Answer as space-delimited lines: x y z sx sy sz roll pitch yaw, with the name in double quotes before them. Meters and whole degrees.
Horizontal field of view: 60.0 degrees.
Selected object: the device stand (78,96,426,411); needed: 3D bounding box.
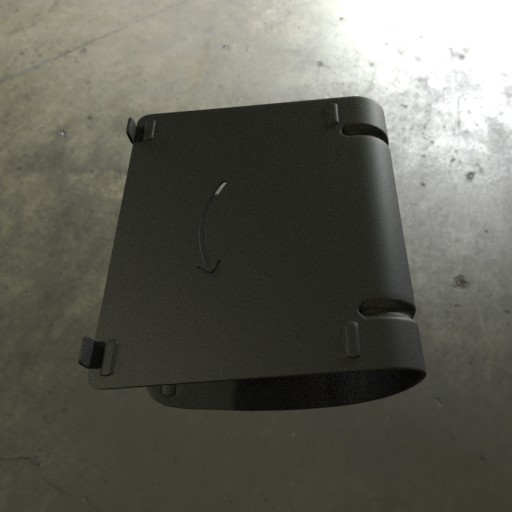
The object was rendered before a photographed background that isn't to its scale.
"device stand" 0.000 0.000 0.399 0.236 0.155 0.256 1 62 0
